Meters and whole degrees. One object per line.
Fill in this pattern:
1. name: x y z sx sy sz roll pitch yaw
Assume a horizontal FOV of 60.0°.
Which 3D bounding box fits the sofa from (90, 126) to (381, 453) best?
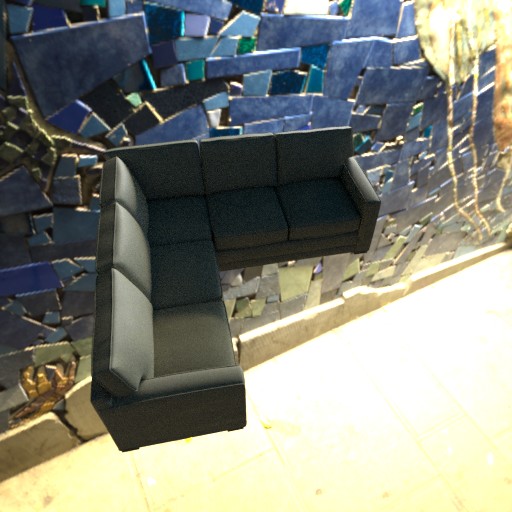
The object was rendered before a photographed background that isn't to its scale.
1. sofa: 0.000 0.000 3.346 2.211 0.936 2.188 -9 46 -8
